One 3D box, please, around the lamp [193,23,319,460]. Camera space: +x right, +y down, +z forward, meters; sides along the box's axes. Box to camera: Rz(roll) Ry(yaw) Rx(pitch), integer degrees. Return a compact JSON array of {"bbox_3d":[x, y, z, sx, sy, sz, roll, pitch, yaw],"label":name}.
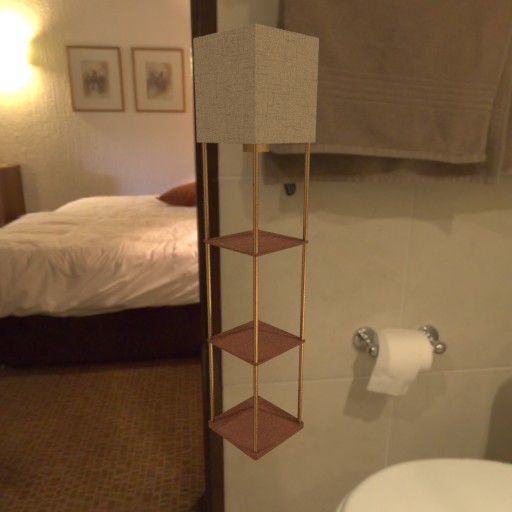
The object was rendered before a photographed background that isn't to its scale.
[{"bbox_3d":[0.000,0.000,1.750,0.308,1.569,0.310,-15,22,-42],"label":"lamp"}]
